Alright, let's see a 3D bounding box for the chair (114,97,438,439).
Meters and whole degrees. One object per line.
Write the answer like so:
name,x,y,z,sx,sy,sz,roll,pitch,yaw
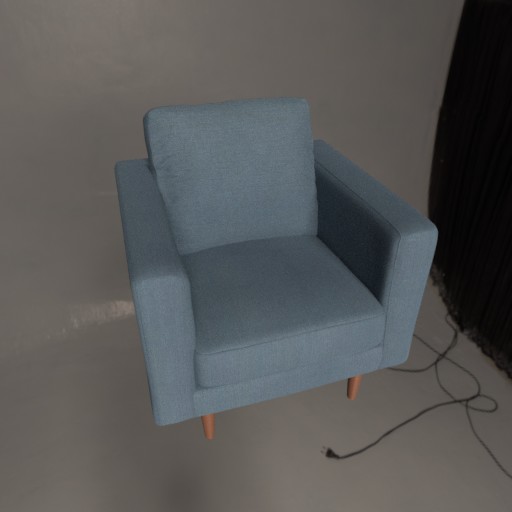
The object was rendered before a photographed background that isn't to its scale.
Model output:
chair,0.000,0.000,1.543,0.855,0.922,0.820,-10,34,-15
